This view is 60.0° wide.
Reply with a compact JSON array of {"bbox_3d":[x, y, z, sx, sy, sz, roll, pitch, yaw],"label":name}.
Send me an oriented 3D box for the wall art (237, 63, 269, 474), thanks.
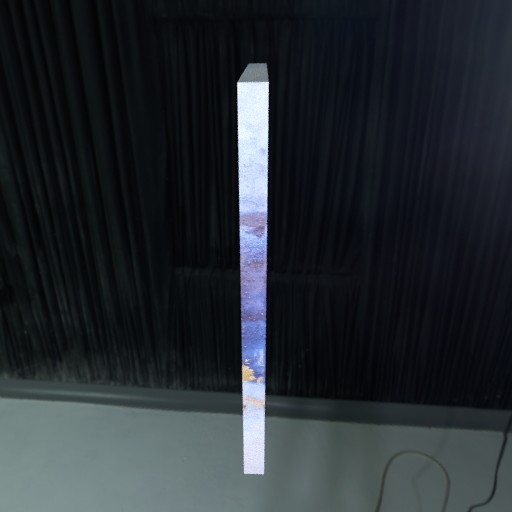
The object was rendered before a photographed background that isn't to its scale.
[{"bbox_3d":[0.000,0.000,1.128,0.048,0.874,0.583,0,26,1],"label":"wall art"}]
